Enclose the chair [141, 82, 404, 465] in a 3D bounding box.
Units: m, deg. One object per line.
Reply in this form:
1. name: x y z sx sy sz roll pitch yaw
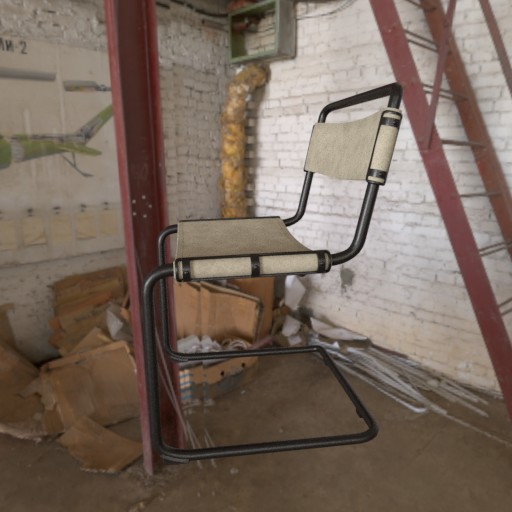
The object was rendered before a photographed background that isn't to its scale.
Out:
1. chair: 0.000 0.000 1.069 0.497 0.747 0.499 -2 14 -8
